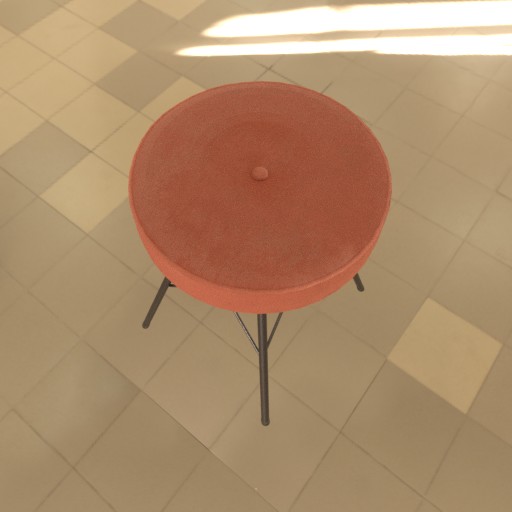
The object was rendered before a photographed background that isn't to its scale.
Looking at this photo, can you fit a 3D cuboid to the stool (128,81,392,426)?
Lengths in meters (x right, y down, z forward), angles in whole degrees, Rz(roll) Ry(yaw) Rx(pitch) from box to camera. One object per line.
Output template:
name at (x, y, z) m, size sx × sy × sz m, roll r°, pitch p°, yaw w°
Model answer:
stool at (0.000, 0.000, 0.936) m, size 0.421 × 0.593 × 0.457 m, roll 34°, pitch 67°, yaw 16°
